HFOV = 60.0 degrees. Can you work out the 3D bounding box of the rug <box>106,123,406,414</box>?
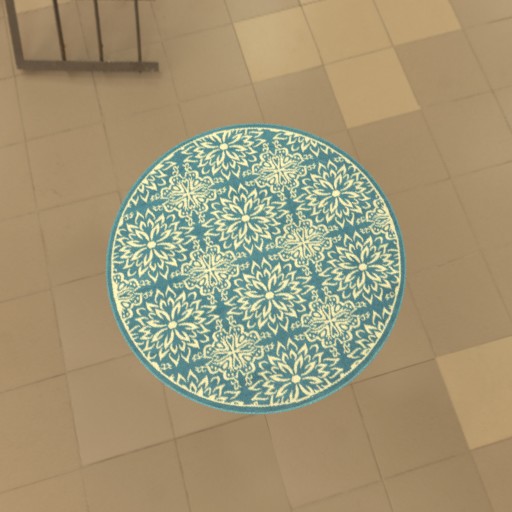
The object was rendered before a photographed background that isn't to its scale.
[{"bbox_3d":[0.000,0.000,2.360,1.593,0.012,1.593,0,75,0],"label":"rug"}]
